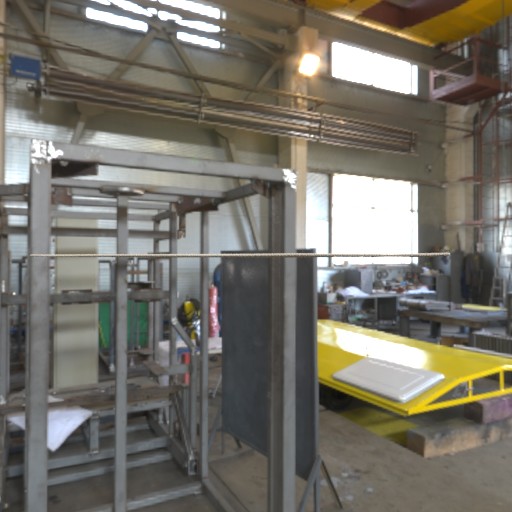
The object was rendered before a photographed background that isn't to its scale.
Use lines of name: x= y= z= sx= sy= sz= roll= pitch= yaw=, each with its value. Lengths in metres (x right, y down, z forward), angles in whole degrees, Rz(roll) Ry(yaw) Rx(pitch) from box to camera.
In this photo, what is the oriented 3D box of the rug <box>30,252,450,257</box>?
rug: x=0.000 y=0.000 z=4.506 sx=3.381 sy=0.026 sz=2.436 roll=0 pitch=0 yaw=17
